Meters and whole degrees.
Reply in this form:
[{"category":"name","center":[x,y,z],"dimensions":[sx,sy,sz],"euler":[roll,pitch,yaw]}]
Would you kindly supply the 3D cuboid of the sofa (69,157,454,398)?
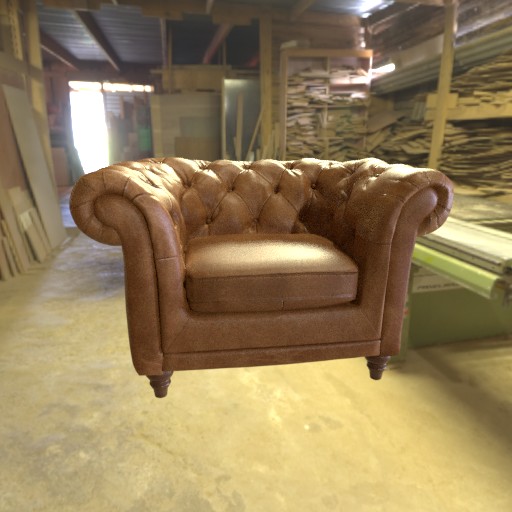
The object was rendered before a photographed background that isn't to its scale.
[{"category":"sofa","center":[0.000,0.000,2.061],"dimensions":[1.405,0.878,1.033],"euler":[-2,15,-8]}]
